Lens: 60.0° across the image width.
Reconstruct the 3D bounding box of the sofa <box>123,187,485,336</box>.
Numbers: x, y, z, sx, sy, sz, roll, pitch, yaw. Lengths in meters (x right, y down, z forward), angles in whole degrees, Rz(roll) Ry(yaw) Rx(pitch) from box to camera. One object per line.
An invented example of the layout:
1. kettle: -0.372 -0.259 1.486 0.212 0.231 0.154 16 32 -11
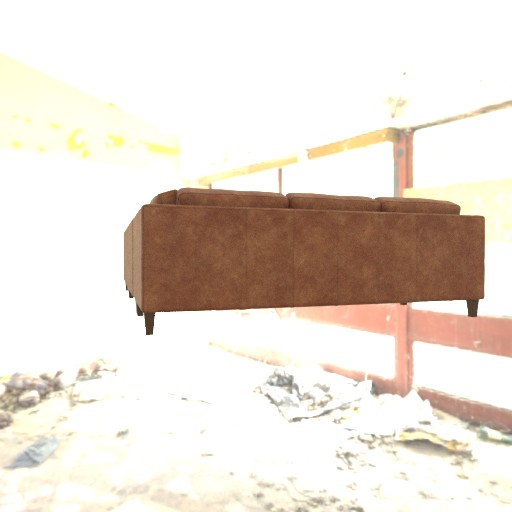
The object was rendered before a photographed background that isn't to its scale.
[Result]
1. sofa: 0.000 0.000 4.430 2.452 0.888 3.324 0 0 -18
